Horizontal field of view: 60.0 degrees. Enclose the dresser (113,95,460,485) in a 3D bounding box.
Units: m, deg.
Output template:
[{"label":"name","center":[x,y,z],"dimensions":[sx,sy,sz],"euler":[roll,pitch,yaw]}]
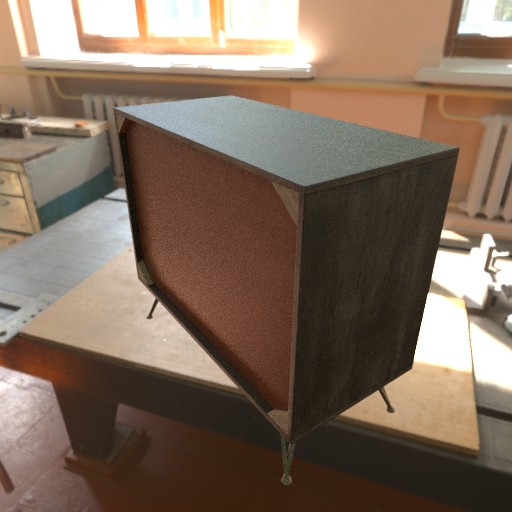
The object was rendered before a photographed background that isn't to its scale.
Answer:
[{"label":"dresser","center":[0.000,0.000,1.373],"dimensions":[0.453,0.801,0.923],"euler":[-18,33,-31]}]
